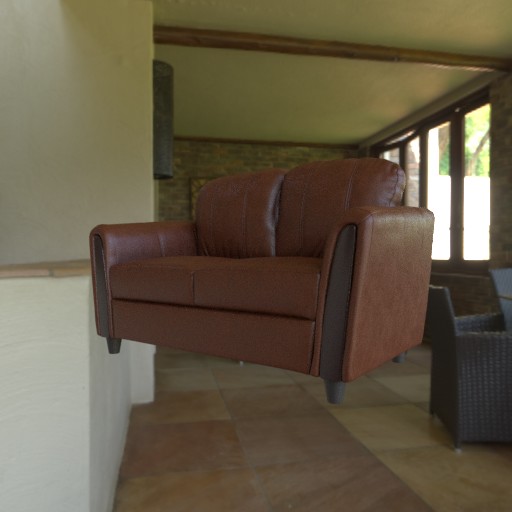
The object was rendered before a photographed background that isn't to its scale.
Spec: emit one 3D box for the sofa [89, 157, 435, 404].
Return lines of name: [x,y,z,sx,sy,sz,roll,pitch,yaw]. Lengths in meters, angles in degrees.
sofa: [0.000,0.000,1.996,1.406,0.906,0.805,0,1,37]
